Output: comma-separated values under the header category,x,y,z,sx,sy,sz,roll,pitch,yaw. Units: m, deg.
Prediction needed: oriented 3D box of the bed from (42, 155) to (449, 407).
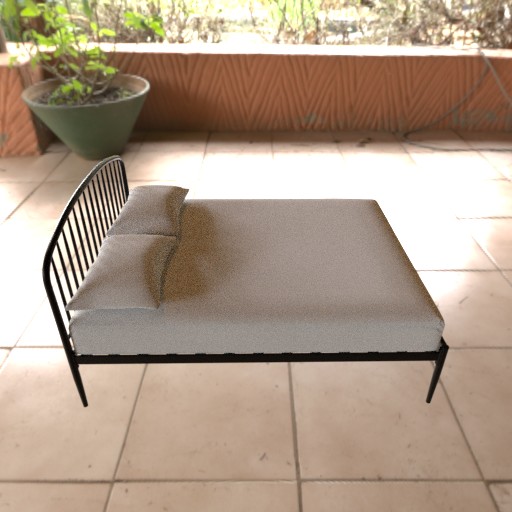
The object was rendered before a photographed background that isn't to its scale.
category,x,y,z,sx,sy,sz,roll,pitch,yaw
bed,0.000,0.000,3.092,2.159,1.166,1.618,0,32,-1
